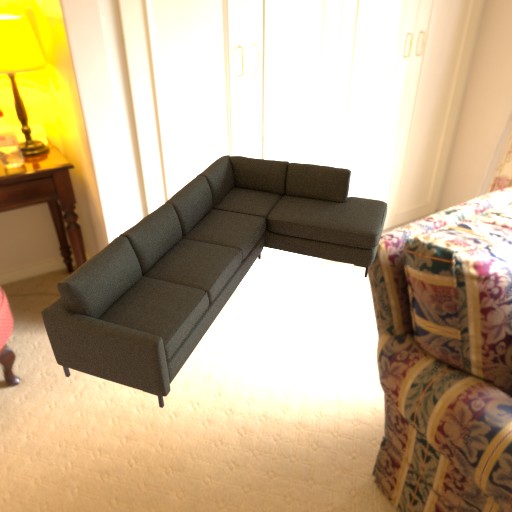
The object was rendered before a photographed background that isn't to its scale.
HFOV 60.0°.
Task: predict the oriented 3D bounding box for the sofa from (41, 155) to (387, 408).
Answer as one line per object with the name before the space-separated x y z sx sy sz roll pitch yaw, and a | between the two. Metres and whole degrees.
sofa | 0.000 0.000 3.926 1.984 0.858 2.972 11 33 17
